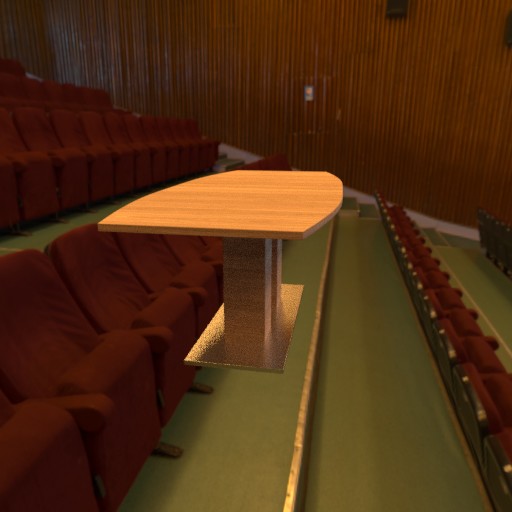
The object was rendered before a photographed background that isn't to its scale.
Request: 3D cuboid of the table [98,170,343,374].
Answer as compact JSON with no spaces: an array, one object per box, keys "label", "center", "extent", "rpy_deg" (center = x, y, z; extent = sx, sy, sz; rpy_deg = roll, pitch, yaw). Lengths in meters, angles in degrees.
[{"label":"table","center":[0.000,0.000,2.442],"extent":[0.900,0.750,2.032],"rpy_deg":[3,16,10]}]
